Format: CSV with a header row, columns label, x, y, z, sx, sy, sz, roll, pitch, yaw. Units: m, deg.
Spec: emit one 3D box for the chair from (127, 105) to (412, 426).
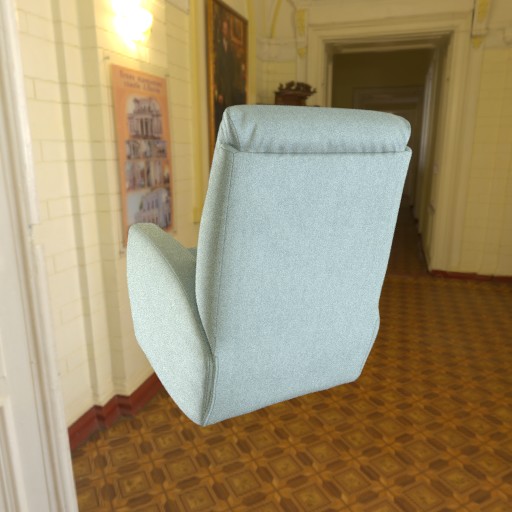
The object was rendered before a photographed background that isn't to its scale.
label,x,y,z,sx,sy,sz,roll,pitch,yaw
chair,0.000,0.000,1.671,0.812,1.013,0.940,-7,16,-27
